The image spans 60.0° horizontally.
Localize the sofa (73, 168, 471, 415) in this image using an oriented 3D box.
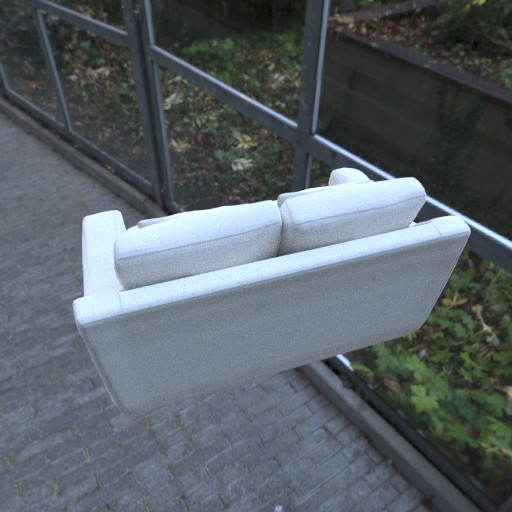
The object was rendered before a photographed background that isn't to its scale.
[{"bbox_3d":[0.000,0.000,2.361,1.744,1.047,1.040,-13,43,-14],"label":"sofa"}]
